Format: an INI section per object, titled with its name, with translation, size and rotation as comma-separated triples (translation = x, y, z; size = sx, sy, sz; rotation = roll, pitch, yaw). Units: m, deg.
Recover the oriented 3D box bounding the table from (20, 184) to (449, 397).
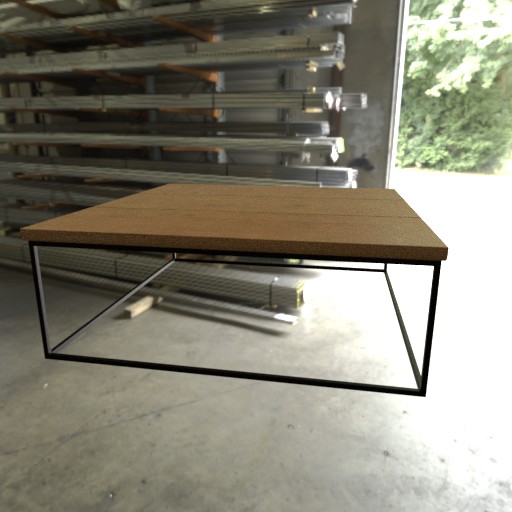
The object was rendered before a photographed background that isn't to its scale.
[table]
translation = 0.000, 0.000, 1.680
size = 1.100, 0.400, 1.100
rotation = 3, 16, 10
